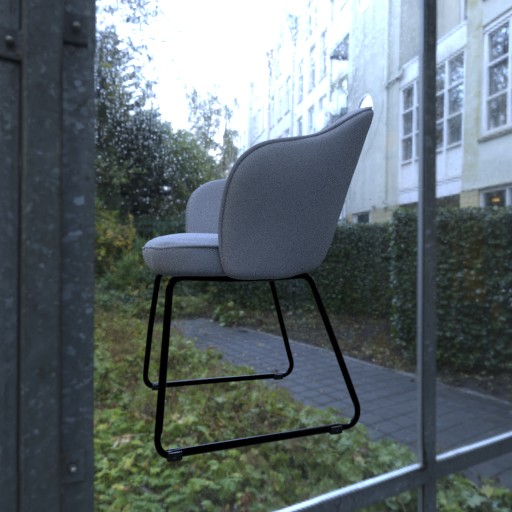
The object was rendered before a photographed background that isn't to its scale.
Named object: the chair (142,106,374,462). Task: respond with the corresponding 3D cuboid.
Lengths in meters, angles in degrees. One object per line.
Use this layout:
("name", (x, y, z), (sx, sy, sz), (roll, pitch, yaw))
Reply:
("chair", (0.000, 0.000, 1.195), (0.592, 0.817, 0.570), (0, 0, -18))
